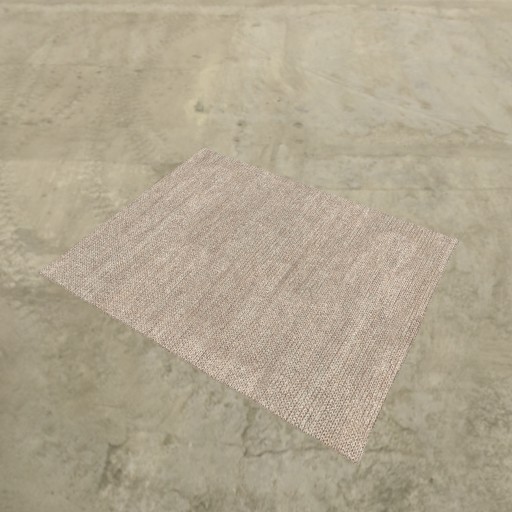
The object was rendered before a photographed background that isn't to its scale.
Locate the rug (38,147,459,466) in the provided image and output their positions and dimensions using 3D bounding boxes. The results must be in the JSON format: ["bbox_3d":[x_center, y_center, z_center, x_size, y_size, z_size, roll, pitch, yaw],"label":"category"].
[{"bbox_3d":[0.000,0.000,4.062,3.052,0.030,2.429,24,50,22],"label":"rug"}]
